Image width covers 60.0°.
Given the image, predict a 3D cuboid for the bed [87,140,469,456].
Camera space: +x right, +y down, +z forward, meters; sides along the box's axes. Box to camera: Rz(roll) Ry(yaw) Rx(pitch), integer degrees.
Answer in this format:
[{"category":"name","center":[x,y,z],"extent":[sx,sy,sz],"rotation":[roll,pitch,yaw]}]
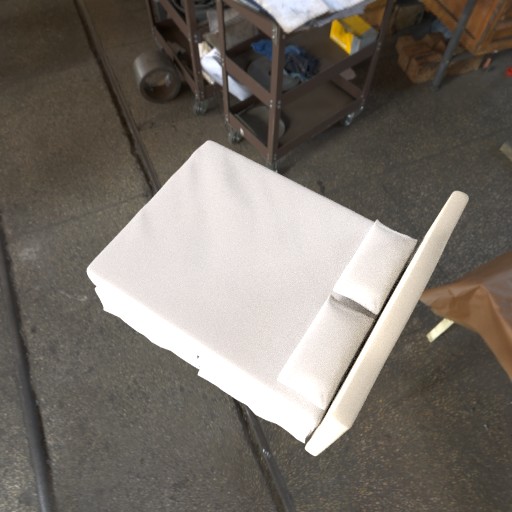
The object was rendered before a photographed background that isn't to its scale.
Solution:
[{"category":"bed","center":[0.000,0.000,3.328],"extent":[2.196,1.449,1.741],"rotation":[30,65,15]}]
